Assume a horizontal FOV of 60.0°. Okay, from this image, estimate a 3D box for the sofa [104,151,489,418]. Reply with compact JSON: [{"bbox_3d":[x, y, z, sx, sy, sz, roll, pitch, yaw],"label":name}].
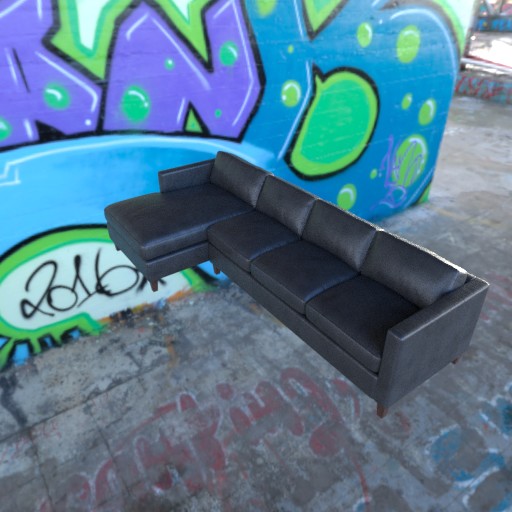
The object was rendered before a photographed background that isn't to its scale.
[{"bbox_3d":[0.000,0.000,3.836,1.581,0.883,3.203,-21,38,-30],"label":"sofa"}]
